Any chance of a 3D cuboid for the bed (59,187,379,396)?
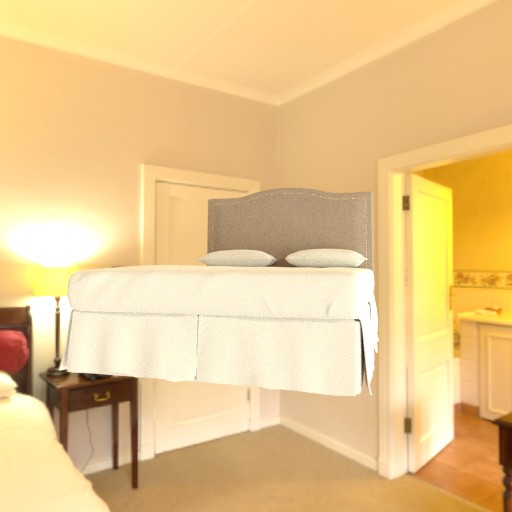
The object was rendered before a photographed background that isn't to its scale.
[{"bbox_3d":[0.000,0.000,3.461,1.821,1.436,2.282,0,-1,17],"label":"bed"}]
